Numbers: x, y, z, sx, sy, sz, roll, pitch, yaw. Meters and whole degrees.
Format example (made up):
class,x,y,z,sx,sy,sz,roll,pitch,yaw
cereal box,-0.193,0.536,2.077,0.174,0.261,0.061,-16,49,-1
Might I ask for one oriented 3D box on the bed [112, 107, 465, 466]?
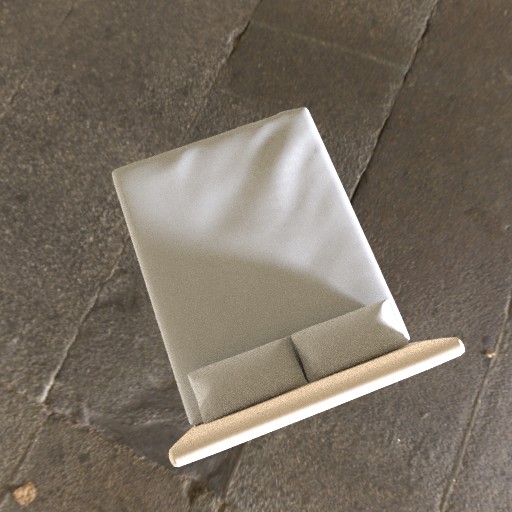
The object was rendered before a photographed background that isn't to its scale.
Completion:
class,x,y,z,sx,sy,sz,roll,pitch,yaw
bed,0.000,0.000,3.192,1.748,1.330,2.142,-20,77,-5
